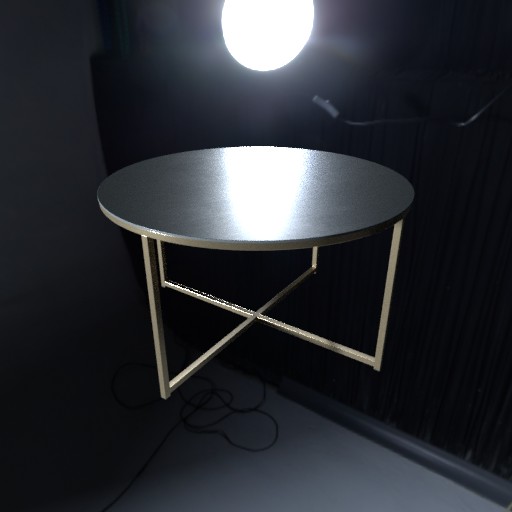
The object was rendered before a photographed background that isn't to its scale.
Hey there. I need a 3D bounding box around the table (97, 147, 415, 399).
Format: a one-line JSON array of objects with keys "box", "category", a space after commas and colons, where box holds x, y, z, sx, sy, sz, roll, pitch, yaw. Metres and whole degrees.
[{"box": [0.000, 0.000, 1.272, 0.800, 0.450, 0.800, 0, 26, 0], "category": "table"}]
